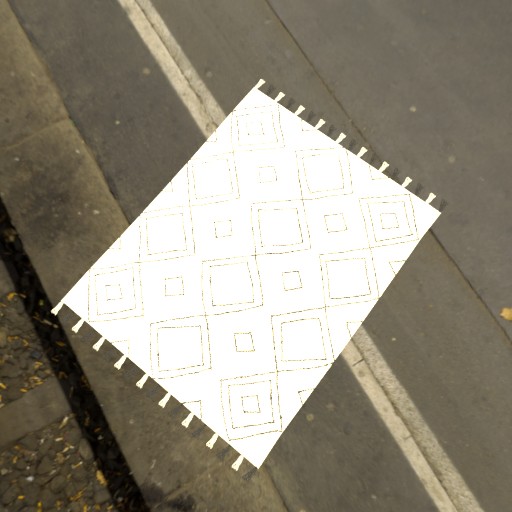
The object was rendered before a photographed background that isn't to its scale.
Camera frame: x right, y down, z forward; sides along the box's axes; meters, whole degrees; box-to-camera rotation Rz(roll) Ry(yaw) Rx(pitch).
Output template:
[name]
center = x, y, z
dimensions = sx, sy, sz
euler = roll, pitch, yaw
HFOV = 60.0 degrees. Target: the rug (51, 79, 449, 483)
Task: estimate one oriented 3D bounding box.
[rug]
center = 0.000, 0.000, 4.255
dimensions = 2.342, 0.026, 3.221
euler = 37, 78, 9
